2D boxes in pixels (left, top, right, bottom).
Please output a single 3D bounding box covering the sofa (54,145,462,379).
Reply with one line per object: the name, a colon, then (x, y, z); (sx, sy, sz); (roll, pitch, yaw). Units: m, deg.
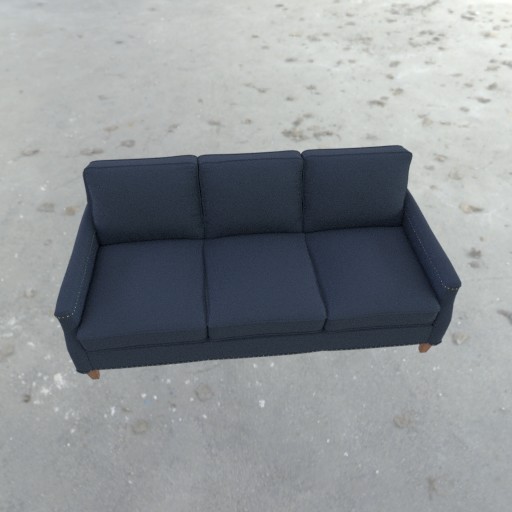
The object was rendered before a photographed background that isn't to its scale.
sofa: (0.000, 0.000, 2.816); (2.246, 1.003, 1.084); (-4, 46, -4)
